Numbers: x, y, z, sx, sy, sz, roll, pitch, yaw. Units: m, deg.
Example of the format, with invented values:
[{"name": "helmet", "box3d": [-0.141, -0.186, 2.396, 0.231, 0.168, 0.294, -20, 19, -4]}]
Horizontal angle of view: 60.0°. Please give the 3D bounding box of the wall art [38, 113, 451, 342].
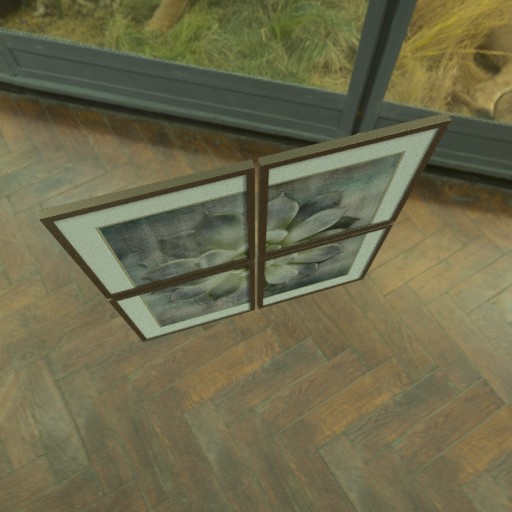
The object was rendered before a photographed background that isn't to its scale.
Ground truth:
[{"name": "wall art", "box3d": [0.000, 0.000, 1.533, 1.032, 1.032, 0.030, -15, 65, -7]}]
